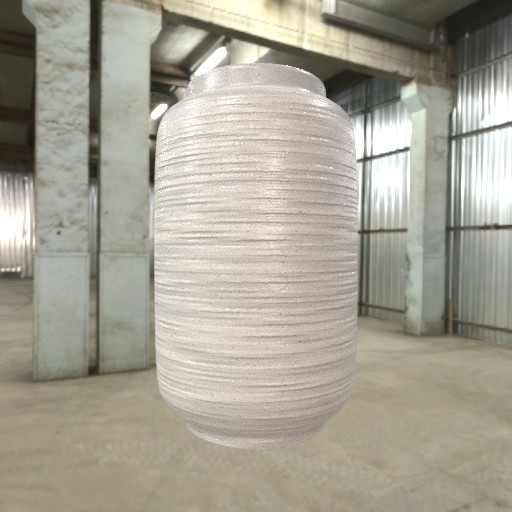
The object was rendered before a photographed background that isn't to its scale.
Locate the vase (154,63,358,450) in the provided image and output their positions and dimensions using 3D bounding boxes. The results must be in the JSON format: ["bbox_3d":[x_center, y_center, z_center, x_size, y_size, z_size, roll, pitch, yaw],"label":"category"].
[{"bbox_3d":[0.000,0.000,0.451,0.202,0.335,0.202,0,1,0],"label":"vase"}]
